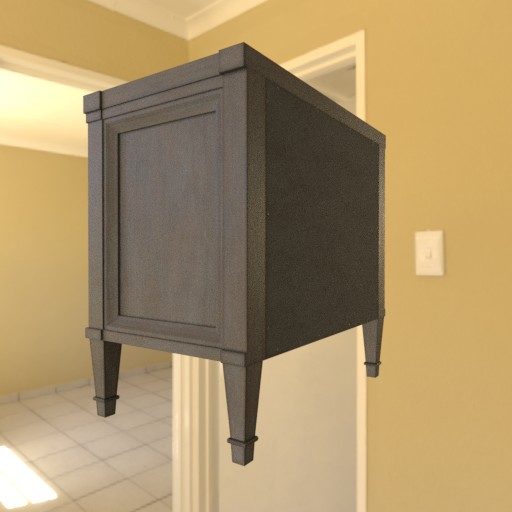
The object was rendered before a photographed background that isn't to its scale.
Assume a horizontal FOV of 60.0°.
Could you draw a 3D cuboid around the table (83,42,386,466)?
[{"bbox_3d":[0.000,0.000,1.066,0.413,0.660,0.660,0,1,35],"label":"table"}]
